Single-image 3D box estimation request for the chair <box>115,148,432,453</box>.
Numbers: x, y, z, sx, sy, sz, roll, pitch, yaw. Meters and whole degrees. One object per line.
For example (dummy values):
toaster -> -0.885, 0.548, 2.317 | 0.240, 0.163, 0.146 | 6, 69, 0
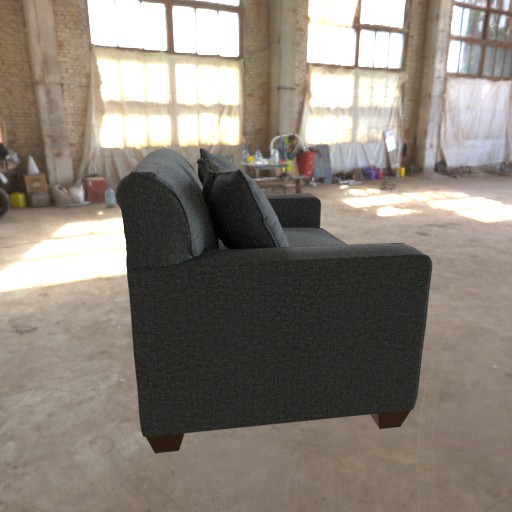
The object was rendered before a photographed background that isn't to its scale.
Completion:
chair -> 0.000, 0.000, 2.026 | 1.000, 0.948, 1.383 | -3, 16, -9
